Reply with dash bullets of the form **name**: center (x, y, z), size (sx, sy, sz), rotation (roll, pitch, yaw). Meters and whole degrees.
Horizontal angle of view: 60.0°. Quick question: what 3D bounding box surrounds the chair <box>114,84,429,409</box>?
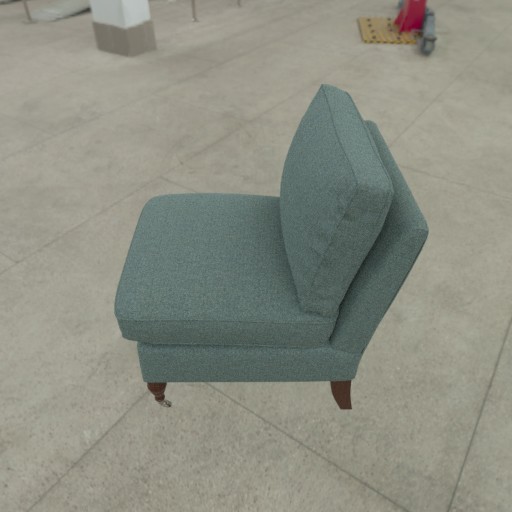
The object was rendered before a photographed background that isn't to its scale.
- **chair**: center (0.000, 0.000, 1.433), size (0.796, 0.901, 0.624), rotation (-1, 41, -1)
